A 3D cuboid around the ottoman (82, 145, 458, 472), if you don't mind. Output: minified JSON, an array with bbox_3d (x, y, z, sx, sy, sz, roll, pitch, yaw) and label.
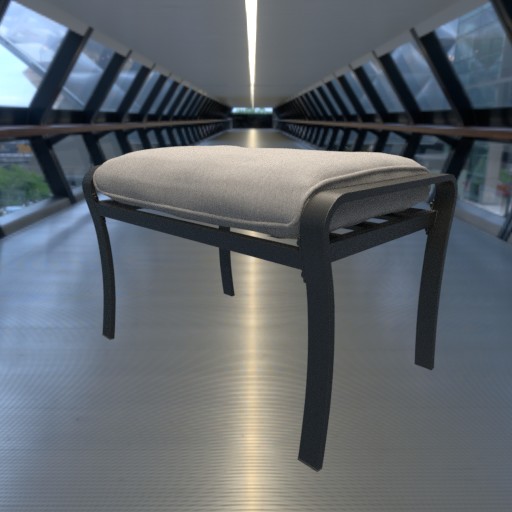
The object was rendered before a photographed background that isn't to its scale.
[{"bbox_3d":[0.000,0.000,0.890,0.610,0.422,0.406,15,22,42],"label":"ottoman"}]
